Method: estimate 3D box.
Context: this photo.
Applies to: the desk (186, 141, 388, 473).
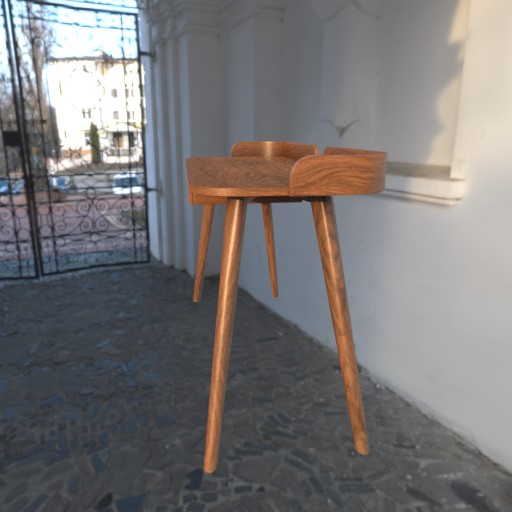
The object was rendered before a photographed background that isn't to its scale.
[{"bbox_3d":[0.000,0.000,1.659,0.486,0.800,1.256,-2,16,-9],"label":"desk"}]
